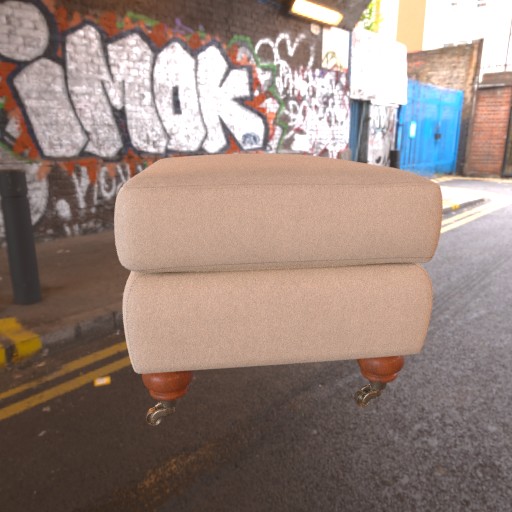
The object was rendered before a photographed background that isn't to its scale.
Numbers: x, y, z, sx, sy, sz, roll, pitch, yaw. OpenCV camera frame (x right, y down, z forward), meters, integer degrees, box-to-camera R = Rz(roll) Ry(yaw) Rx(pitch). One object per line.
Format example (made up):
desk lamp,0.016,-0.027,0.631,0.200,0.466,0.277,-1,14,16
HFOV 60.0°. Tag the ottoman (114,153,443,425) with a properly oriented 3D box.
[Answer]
ottoman,0.000,0.000,1.117,0.569,0.499,0.773,-2,15,-8
